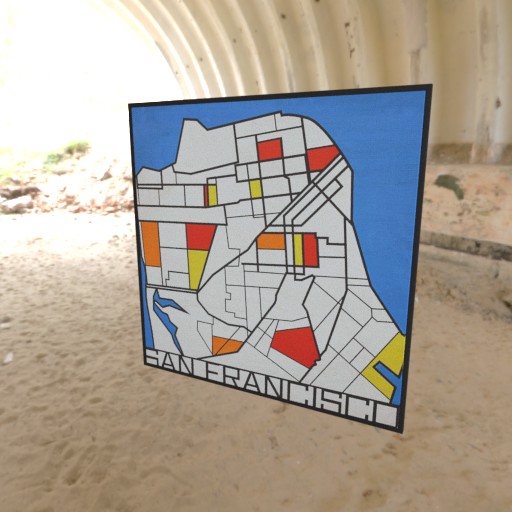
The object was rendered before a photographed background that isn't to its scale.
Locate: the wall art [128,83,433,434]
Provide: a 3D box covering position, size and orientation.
[{"bbox_3d":[0.000,0.000,0.965,0.664,0.663,0.015,7,15,26],"label":"wall art"}]
